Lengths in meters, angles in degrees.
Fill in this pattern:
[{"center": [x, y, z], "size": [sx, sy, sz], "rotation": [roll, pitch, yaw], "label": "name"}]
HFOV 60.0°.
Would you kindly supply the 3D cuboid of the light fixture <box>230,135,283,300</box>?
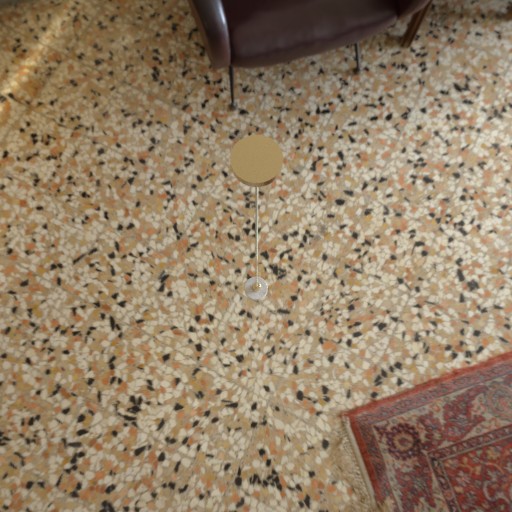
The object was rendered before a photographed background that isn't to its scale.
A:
[{"center": [0.000, 0.000, 1.806], "size": [0.129, 1.669, 0.129], "rotation": [36, 78, 9], "label": "light fixture"}]
